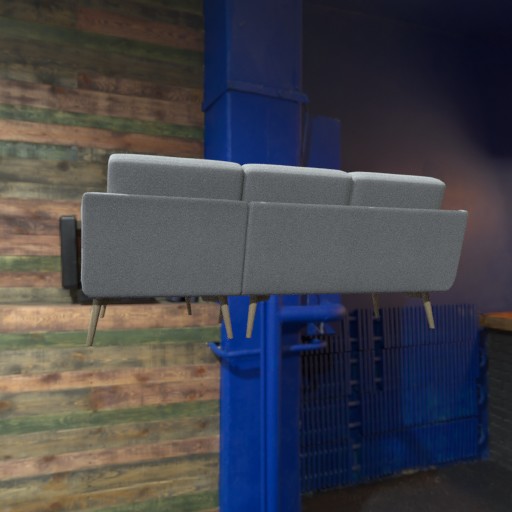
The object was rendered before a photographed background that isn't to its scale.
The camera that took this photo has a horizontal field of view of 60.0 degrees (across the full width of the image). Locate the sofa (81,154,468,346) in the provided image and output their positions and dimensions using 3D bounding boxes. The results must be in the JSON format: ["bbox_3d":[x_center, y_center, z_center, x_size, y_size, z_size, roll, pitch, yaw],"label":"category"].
[{"bbox_3d":[0.000,0.000,2.835,2.040,0.860,1.530,1,-2,-18],"label":"sofa"}]
